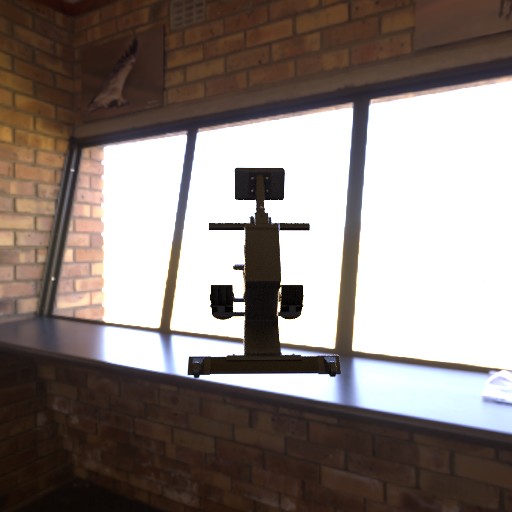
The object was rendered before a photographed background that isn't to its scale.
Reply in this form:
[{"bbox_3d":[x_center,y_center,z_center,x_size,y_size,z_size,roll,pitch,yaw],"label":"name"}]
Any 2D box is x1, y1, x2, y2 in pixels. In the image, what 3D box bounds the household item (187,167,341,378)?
[{"bbox_3d":[0.000,0.000,2.565,0.521,0.810,2.251,0,1,-2],"label":"household item"}]
